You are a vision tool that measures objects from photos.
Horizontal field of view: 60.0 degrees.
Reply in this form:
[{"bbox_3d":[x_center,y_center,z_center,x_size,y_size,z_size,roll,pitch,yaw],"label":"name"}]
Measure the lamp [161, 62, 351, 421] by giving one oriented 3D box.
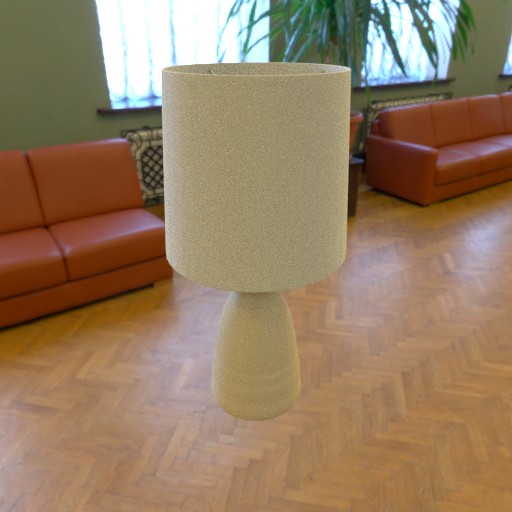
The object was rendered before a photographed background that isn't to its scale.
[{"bbox_3d":[0.000,0.000,0.471,0.186,0.369,0.186,0,27,0],"label":"lamp"}]
